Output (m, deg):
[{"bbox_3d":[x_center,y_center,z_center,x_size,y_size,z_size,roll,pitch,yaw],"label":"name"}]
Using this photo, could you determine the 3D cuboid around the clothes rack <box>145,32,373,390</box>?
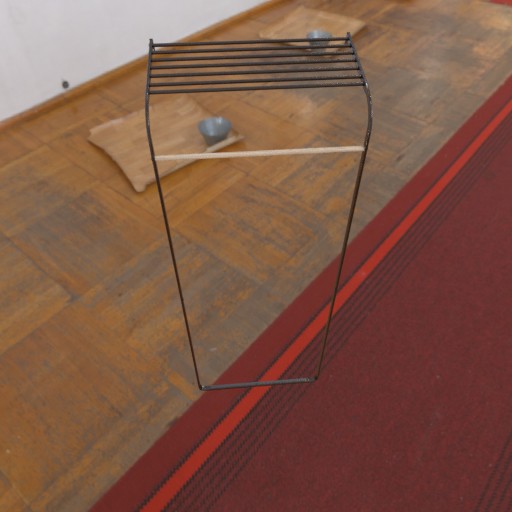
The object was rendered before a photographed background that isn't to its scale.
[{"bbox_3d":[0.000,0.000,1.789,0.609,1.574,0.349,-4,47,-3],"label":"clothes rack"}]
